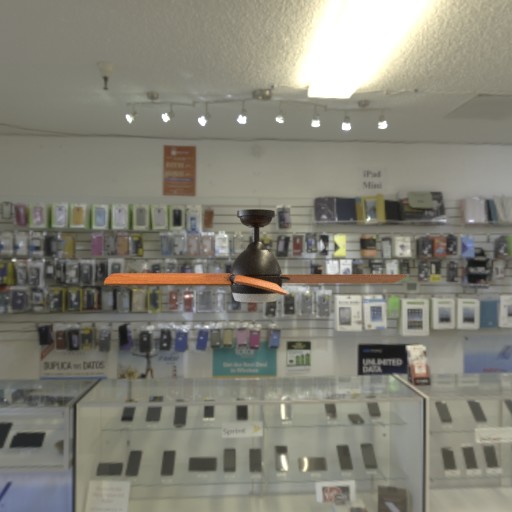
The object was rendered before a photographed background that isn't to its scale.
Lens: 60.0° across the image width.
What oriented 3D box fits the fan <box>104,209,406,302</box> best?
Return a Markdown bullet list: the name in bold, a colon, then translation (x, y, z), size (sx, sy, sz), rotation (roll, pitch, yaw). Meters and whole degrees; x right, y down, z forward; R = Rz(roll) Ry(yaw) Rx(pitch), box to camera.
- **fan**: translation (0.000, 0.000, 1.998), size (1.332, 0.403, 1.332), rotation (0, 0, -1)
